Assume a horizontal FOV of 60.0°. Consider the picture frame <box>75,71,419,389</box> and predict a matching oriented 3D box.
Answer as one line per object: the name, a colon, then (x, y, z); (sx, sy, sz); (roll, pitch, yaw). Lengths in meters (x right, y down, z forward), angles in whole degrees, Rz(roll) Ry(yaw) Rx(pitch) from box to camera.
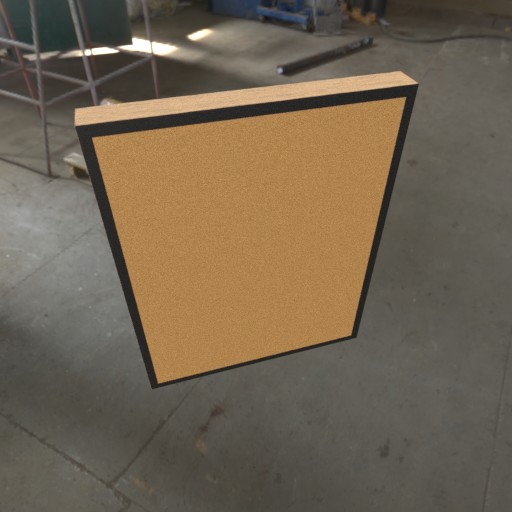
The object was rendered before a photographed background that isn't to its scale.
picture frame: (0.000, 0.000, 0.715); (0.421, 0.526, 0.046); (-11, 43, -12)
